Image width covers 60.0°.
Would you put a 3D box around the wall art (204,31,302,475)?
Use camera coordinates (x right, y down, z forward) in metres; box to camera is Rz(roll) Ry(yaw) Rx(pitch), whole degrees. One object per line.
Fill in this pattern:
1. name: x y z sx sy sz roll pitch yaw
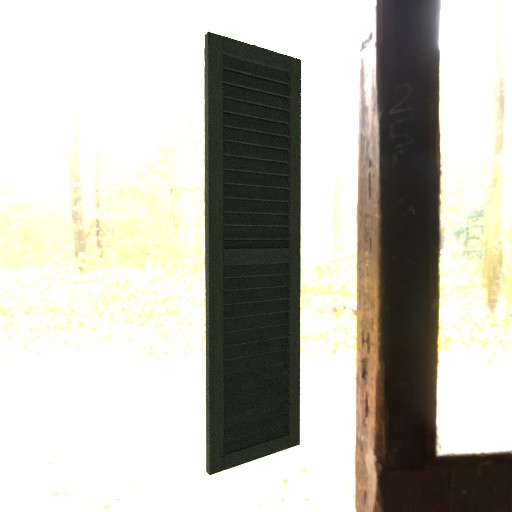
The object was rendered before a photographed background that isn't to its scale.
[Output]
1. wall art: 0.000 0.000 1.316 0.329 1.219 0.025 -1 3 -34
